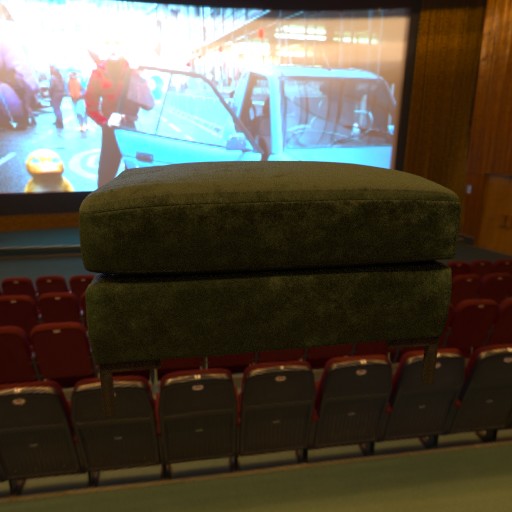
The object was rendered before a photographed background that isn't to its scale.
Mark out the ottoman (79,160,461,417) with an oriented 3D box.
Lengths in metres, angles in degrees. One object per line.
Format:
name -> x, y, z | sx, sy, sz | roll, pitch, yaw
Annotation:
ottoman -> 0.000, 0.000, 1.296 | 0.839, 0.538, 0.701 | -3, 15, -9
